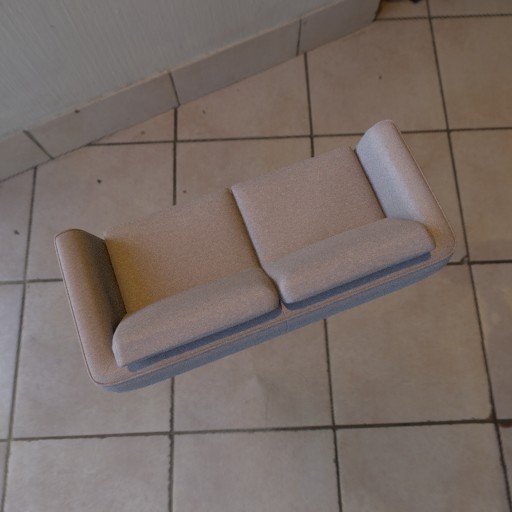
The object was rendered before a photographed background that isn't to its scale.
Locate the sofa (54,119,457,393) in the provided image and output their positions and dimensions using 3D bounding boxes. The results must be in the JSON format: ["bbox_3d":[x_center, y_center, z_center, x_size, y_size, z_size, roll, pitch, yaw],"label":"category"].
[{"bbox_3d":[0.000,0.000,2.546,2.000,0.870,0.920,-20,76,-5],"label":"sofa"}]
